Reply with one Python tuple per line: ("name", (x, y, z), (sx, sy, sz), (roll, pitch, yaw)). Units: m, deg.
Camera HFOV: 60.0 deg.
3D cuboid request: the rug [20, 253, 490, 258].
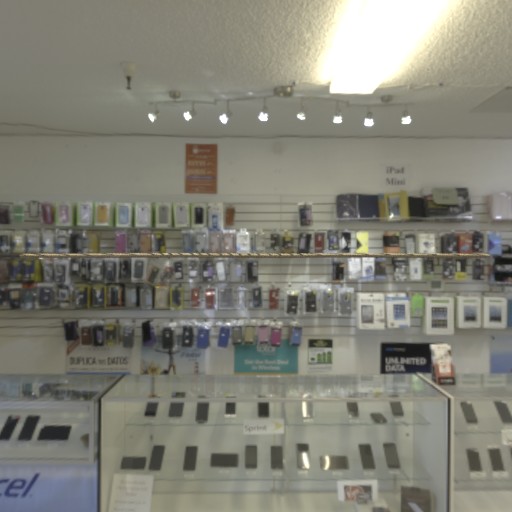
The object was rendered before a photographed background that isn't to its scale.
("rug", (0.000, 0.000, 2.338), (1.842, 0.019, 1.237), (0, 0, 2))
